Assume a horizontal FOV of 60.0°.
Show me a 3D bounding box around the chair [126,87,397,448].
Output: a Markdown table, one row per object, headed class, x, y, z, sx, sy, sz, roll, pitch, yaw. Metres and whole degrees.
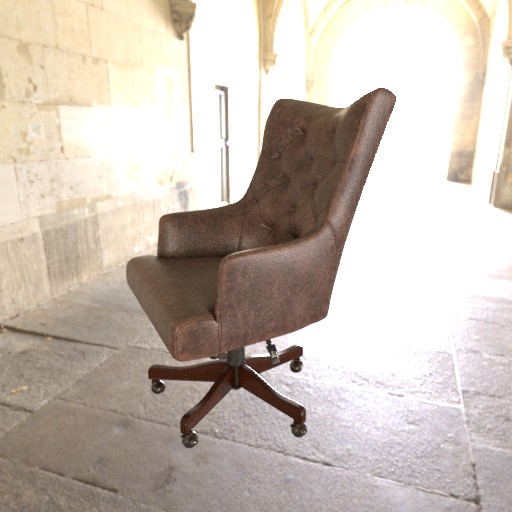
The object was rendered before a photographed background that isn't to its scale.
| class | x | y | z | sx | sy | sz | roll | pitch | yaw |
| --- | --- | --- | --- | --- | --- | --- | --- | --- | --- |
| chair | 0.000 | 0.000 | 1.477 | 0.762 | 1.035 | 0.641 | -8 | 18 | -25 |
